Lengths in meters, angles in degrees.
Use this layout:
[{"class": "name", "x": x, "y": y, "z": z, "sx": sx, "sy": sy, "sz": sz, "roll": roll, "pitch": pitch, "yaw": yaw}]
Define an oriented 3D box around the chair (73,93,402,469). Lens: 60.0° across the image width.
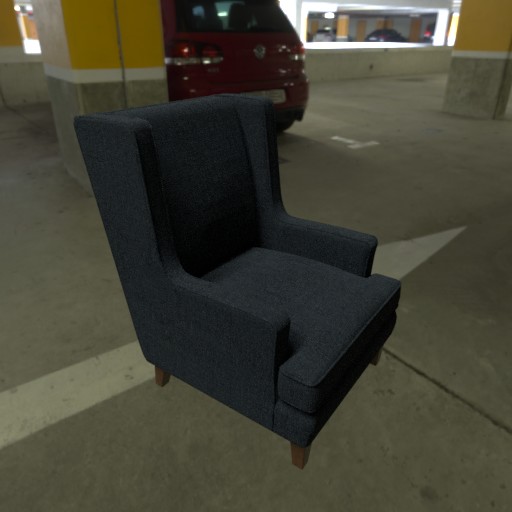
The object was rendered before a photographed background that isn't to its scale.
[{"class": "chair", "x": 0.000, "y": 0.000, "z": 1.710, "sx": 0.947, "sy": 1.072, "sz": 0.764, "roll": 18, "pitch": 32, "yaw": 31}]
